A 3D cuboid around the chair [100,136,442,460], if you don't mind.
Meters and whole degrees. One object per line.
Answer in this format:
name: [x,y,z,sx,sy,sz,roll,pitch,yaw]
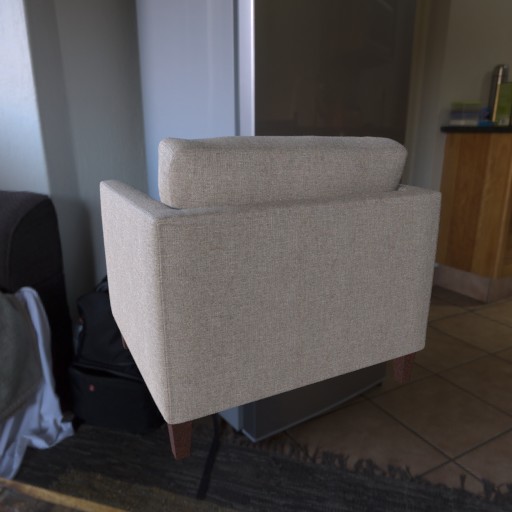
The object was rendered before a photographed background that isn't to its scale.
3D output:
chair: [0.000,0.000,1.861,1.107,0.987,0.959,-8,18,-26]
